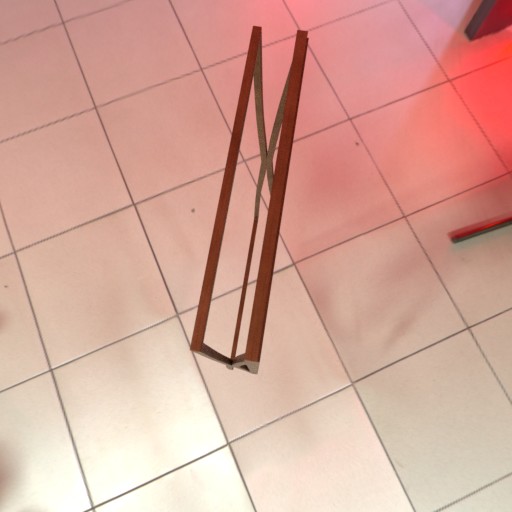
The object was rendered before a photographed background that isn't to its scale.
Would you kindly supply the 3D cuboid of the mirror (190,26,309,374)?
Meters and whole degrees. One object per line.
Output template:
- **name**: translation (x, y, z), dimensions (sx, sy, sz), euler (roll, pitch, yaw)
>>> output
- **mirror**: translation (0.000, 0.000, 0.940), dimensions (0.082, 0.768, 0.468), euler (9, 74, 2)
